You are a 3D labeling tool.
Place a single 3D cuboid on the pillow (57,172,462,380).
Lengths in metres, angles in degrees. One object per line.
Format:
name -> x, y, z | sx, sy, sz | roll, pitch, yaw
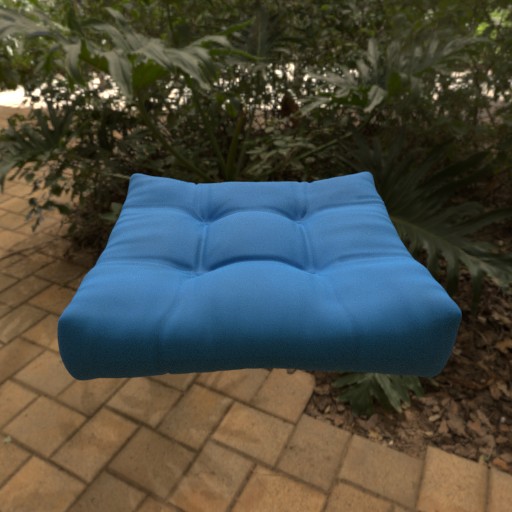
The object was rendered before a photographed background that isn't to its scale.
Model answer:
pillow -> 0.000, 0.000, 0.718 | 0.490, 0.128, 0.468 | -1, 32, -2
